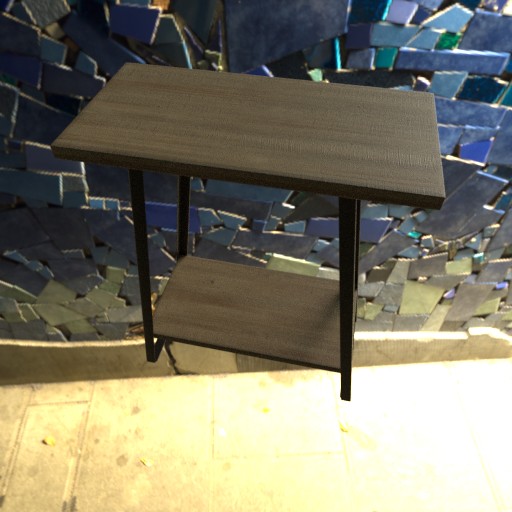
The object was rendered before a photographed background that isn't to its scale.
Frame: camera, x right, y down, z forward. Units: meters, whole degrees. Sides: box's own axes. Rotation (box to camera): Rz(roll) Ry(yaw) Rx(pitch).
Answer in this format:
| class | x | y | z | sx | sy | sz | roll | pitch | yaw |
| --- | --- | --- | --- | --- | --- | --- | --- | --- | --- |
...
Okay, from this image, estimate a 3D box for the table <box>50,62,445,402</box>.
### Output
| class | x | y | z | sx | sy | sz | roll | pitch | yaw |
| --- | --- | --- | --- | --- | --- | --- | --- | --- | --- |
| table | 0.000 | 0.000 | 1.011 | 0.599 | 0.701 | 0.300 | 9 | 48 | 8 |
